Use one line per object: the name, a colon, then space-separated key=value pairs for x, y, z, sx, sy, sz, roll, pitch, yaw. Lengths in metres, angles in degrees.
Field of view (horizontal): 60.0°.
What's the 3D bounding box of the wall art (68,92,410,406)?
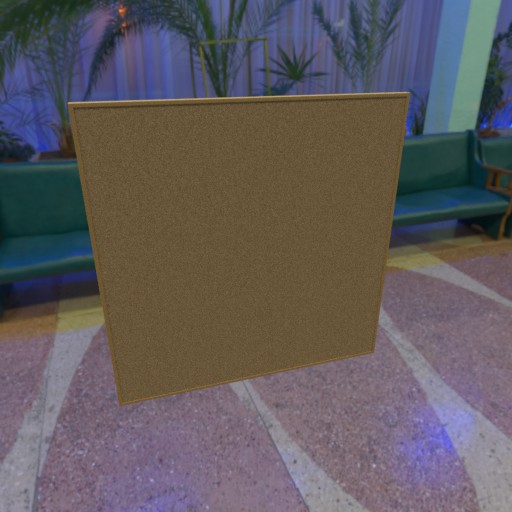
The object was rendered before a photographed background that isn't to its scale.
wall art: x=0.000 y=0.000 z=0.671 sx=0.457 sy=0.455 sz=0.013 roll=-8 pitch=26 yaw=-16
